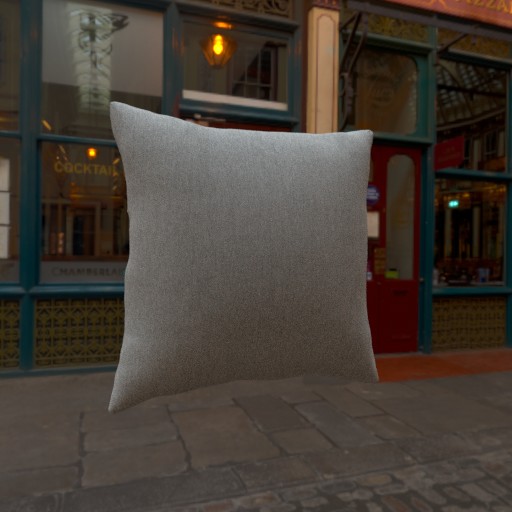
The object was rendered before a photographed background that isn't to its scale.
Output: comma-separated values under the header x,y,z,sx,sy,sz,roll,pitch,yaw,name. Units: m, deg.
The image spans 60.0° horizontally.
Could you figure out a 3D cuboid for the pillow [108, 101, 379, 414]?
x,y,z,sx,sy,sz,roll,pitch,yaw,name
0.000,0.000,0.687,0.433,0.436,0.173,0,-1,-19,pillow
